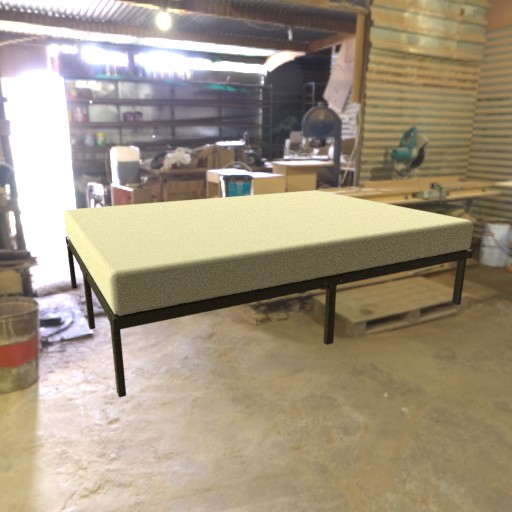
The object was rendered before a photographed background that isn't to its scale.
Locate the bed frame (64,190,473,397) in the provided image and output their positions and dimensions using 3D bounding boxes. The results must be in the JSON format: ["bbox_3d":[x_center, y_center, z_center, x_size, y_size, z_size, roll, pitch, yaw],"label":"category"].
[{"bbox_3d":[0.000,0.000,3.574,2.635,0.680,1.990,-9,18,-27],"label":"bed frame"}]
